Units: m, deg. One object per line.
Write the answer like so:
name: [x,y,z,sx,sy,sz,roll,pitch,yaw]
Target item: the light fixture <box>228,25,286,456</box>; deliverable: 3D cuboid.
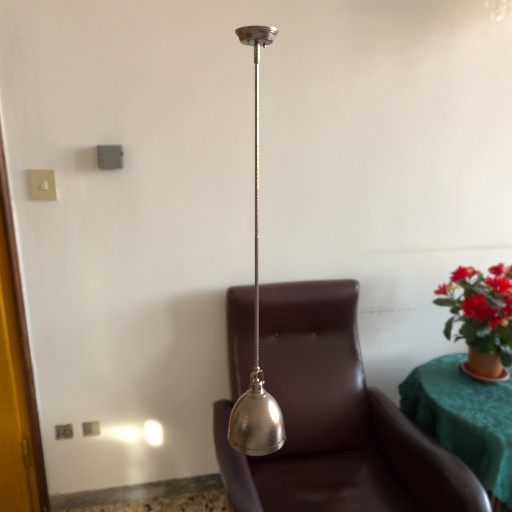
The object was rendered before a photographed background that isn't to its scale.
light fixture: [0.000,0.000,1.471,0.211,1.367,0.217,13,18,42]
